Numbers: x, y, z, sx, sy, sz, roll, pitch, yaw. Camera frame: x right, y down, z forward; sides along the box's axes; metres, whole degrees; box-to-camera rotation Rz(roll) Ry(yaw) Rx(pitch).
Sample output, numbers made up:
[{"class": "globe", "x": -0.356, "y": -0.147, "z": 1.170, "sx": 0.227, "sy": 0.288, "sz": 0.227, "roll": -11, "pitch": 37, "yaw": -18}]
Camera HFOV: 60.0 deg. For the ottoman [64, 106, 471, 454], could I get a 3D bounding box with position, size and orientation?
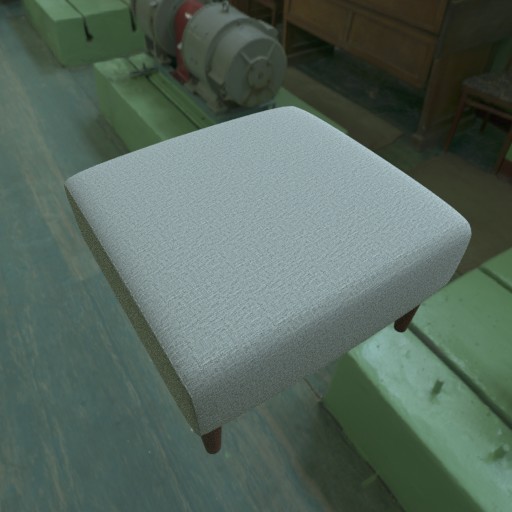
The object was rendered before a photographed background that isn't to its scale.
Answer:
[{"class": "ottoman", "x": 0.000, "y": 0.000, "z": 1.047, "sx": 0.650, "sy": 0.398, "sz": 0.649, "roll": -25, "pitch": 51, "yaw": -23}]
